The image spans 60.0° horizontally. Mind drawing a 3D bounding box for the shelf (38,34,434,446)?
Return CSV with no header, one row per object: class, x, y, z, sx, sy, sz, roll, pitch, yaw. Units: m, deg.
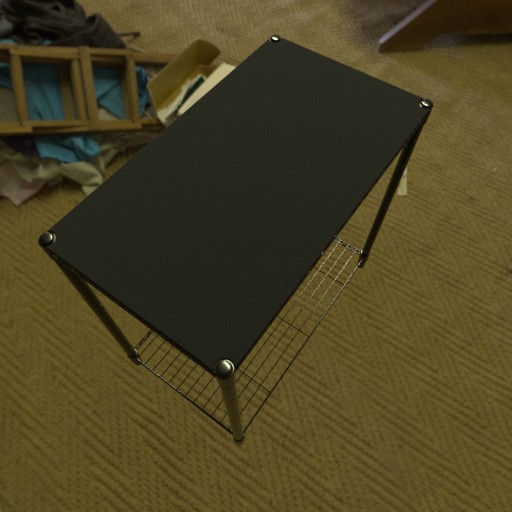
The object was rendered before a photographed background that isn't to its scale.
shelf,0.000,0.000,0.927,0.338,0.564,0.589,32,64,17
